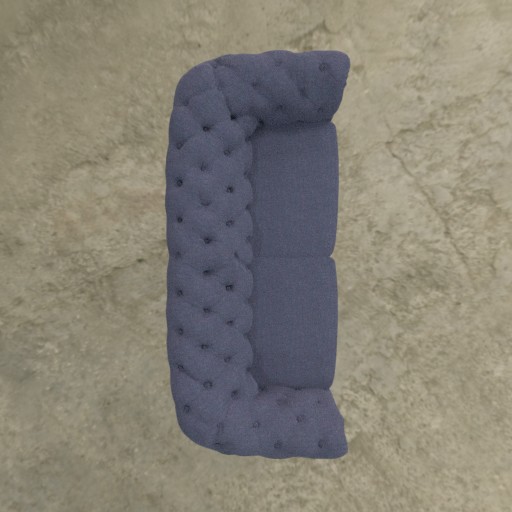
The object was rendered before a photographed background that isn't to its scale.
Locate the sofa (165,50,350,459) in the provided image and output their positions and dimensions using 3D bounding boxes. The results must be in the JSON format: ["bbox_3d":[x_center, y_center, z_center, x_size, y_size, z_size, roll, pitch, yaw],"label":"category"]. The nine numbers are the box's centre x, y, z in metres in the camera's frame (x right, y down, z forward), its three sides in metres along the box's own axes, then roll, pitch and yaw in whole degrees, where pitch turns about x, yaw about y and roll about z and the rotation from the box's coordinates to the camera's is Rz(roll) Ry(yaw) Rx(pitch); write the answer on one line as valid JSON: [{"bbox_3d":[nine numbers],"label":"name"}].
[{"bbox_3d":[0.000,0.000,2.828,1.046,0.836,2.335,0,92,0],"label":"sofa"}]
